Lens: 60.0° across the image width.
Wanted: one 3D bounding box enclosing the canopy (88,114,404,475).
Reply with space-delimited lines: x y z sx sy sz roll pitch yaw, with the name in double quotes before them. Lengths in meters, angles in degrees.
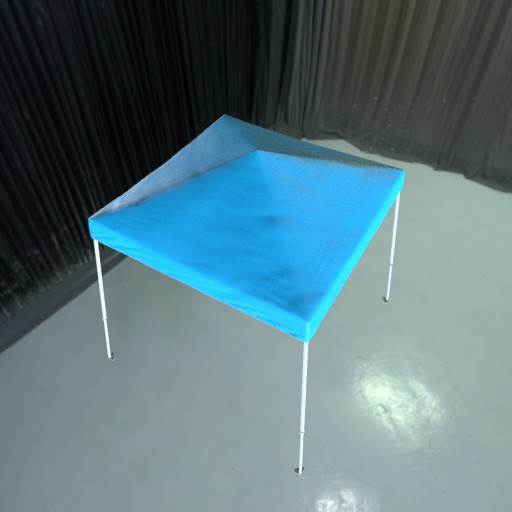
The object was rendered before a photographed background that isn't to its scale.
"canopy" 0.000 0.000 5.162 2.849 2.849 2.848 23 50 21
